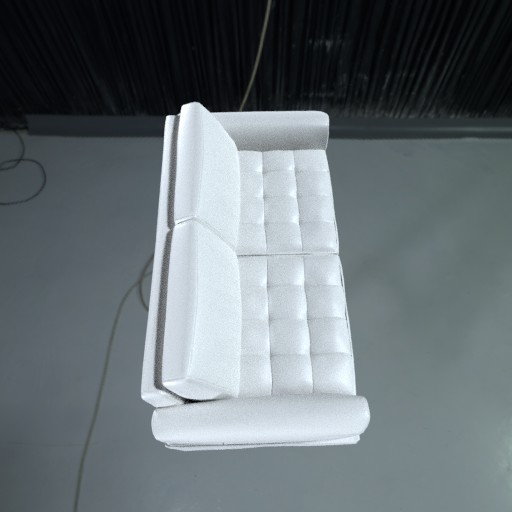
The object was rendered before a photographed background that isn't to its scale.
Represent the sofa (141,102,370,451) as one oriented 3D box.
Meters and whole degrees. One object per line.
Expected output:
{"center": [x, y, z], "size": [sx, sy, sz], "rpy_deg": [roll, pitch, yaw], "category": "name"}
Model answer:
{"center": [0.000, 0.000, 2.760], "size": [1.121, 0.930, 2.177], "rpy_deg": [-1, 62, -1], "category": "sofa"}
